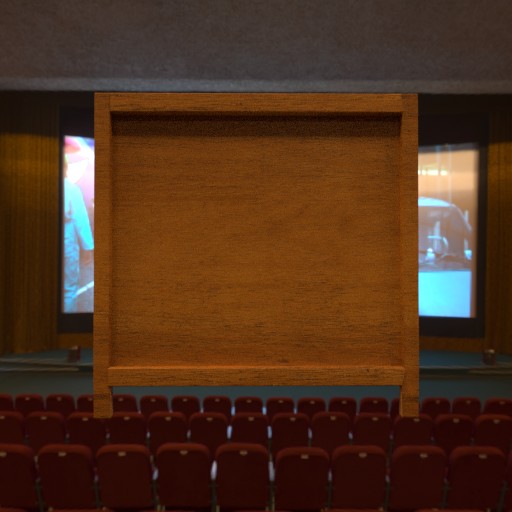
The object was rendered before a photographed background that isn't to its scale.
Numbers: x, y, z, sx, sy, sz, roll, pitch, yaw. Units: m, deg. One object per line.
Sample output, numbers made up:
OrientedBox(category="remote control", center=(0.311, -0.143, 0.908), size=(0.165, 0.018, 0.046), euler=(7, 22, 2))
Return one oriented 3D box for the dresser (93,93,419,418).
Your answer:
OrientedBox(category="dresser", center=(0.000, 0.000, 1.305), size=(0.804, 0.804, 0.427), euler=(0, -1, 0))
